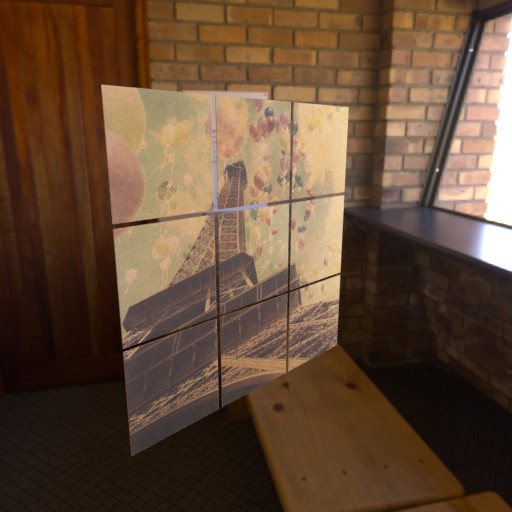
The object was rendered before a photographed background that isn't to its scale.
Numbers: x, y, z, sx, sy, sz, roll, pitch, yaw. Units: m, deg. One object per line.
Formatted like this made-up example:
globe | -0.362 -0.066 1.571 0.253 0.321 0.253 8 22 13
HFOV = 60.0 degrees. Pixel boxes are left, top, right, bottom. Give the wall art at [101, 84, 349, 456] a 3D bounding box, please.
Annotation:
wall art | 0.000 0.000 2.243 1.517 1.505 0.002 -14 20 -43
